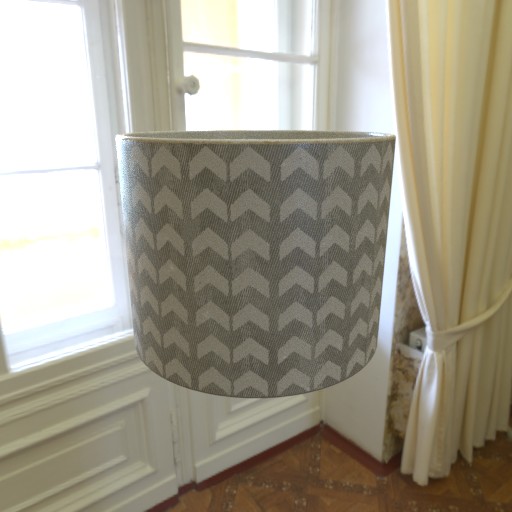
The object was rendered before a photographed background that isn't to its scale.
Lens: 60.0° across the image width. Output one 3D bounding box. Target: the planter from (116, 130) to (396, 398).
[{"bbox_3d":[0.000,0.000,0.448,0.250,0.239,0.250,0,17,0],"label":"planter"}]
